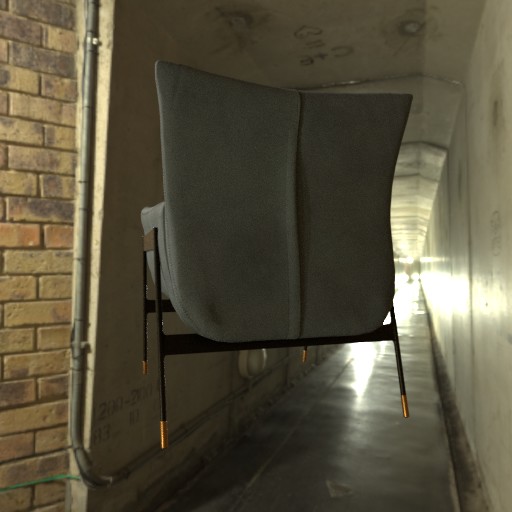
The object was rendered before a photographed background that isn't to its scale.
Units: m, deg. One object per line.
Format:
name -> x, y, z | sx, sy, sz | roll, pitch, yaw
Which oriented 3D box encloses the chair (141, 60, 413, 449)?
chair -> 0.000, 0.000, 1.385 | 0.678, 0.858, 0.709 | 0, 0, -18
